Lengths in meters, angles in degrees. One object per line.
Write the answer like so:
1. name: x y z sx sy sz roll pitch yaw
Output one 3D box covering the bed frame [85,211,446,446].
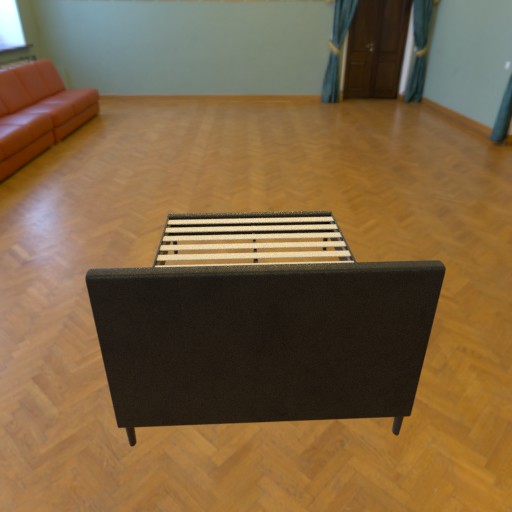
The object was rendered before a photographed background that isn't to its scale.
1. bed frame: 0.000 0.000 2.977 1.469 1.046 2.152 -1 29 -2
